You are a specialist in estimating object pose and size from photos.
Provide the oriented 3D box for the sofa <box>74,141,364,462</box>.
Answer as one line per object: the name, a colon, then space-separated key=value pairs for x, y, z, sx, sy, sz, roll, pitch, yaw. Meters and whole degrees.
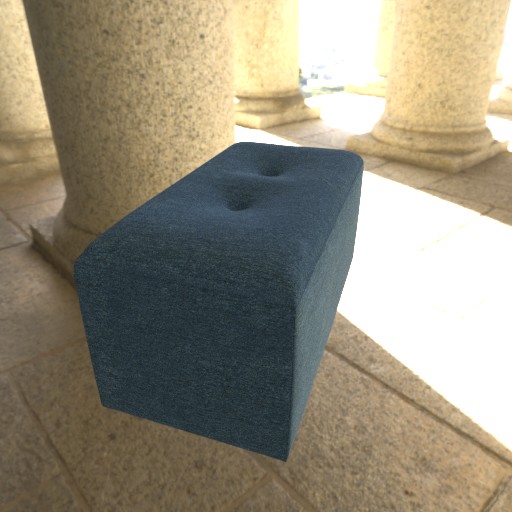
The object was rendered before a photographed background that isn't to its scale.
sofa: x=0.000 y=0.000 z=1.270 sx=0.480 sy=0.470 sz=0.930 roll=10 pitch=30 yaw=17
